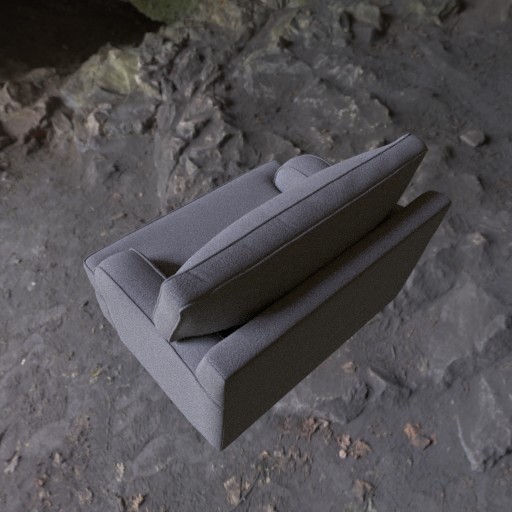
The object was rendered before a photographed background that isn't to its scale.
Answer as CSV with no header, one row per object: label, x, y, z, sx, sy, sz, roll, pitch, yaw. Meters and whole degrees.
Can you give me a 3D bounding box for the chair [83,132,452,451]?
chair,0.000,0.000,1.970,1.220,1.016,1.040,-33,54,-28
